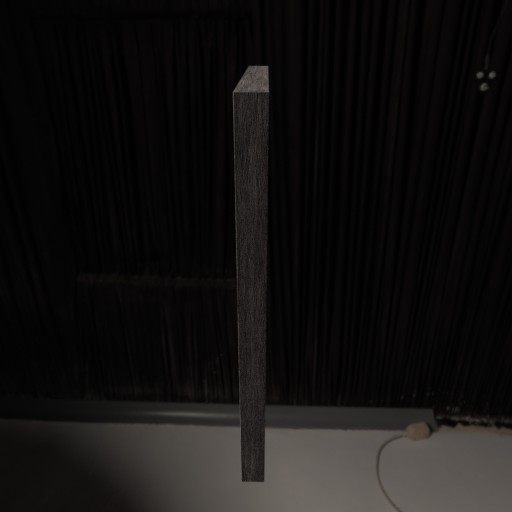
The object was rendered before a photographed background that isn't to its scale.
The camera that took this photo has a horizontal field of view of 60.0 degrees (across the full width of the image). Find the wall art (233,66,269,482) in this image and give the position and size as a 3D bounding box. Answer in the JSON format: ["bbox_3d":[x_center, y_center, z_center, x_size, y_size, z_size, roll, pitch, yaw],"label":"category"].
[{"bbox_3d":[0.000,0.000,1.341,0.063,1.016,0.762,1,26,1],"label":"wall art"}]
